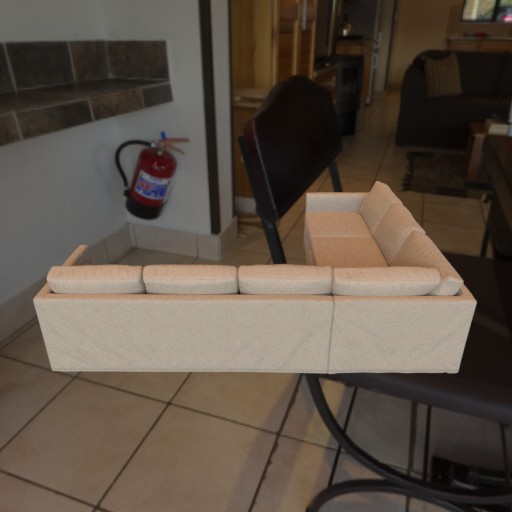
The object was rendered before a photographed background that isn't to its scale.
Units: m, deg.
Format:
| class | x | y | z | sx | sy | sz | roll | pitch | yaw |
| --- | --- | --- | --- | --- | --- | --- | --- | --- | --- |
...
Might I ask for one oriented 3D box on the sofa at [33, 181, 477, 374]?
| class | x | y | z | sx | sy | sz | roll | pitch | yaw |
| --- | --- | --- | --- | --- | --- | --- | --- | --- | --- |
| sofa | 0.000 | 0.000 | 4.333 | 3.182 | 0.871 | 2.432 | 0 | 27 | 1 |
